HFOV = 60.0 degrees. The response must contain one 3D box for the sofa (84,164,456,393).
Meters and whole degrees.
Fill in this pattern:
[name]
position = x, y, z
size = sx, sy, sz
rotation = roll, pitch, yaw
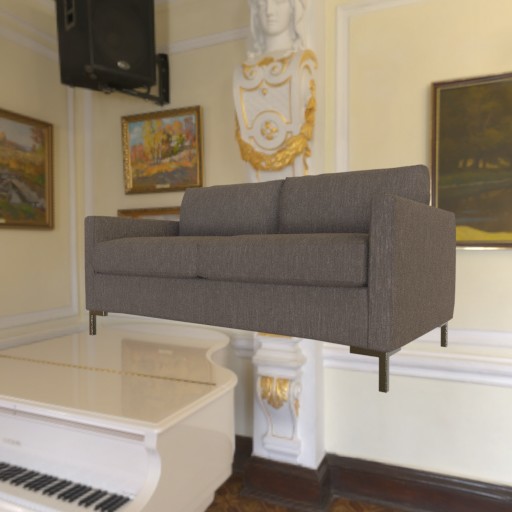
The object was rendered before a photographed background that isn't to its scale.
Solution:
[sofa]
position = 0.000, 0.000, 2.185
size = 1.682, 0.840, 0.875
rotation = 1, 1, 36
